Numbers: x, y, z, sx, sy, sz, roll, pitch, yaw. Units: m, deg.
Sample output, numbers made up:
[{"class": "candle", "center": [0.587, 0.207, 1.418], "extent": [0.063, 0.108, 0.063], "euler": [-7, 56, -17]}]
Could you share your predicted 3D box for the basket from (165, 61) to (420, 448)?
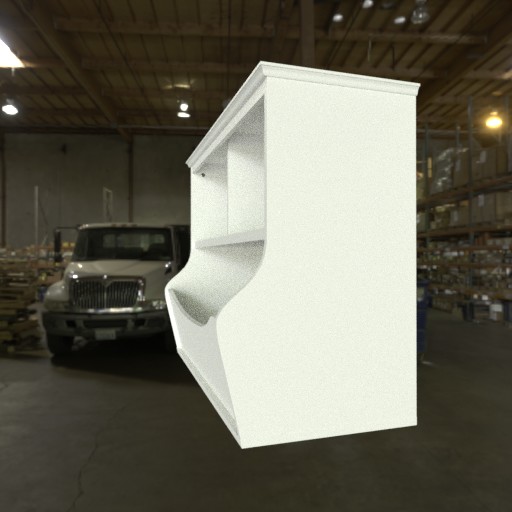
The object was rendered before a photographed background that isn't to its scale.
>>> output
[{"class": "basket", "center": [0.000, 0.000, 1.127], "extent": [0.376, 0.625, 0.792], "euler": [0, 0, -18]}]
